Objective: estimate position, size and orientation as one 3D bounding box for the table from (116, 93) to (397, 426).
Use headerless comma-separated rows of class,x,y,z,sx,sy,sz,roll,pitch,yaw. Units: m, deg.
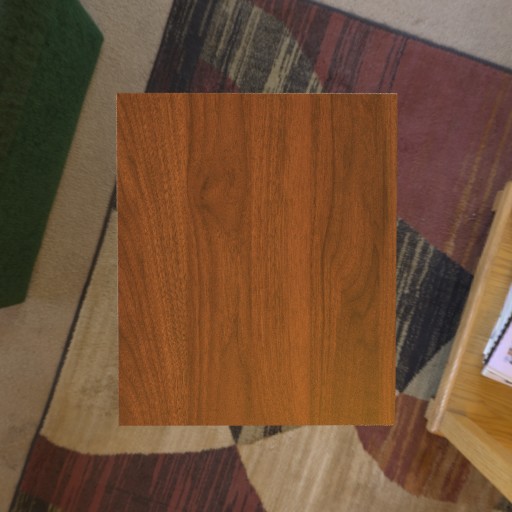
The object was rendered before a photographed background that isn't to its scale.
table,0.000,0.000,1.567,0.660,1.041,0.786,0,91,0
